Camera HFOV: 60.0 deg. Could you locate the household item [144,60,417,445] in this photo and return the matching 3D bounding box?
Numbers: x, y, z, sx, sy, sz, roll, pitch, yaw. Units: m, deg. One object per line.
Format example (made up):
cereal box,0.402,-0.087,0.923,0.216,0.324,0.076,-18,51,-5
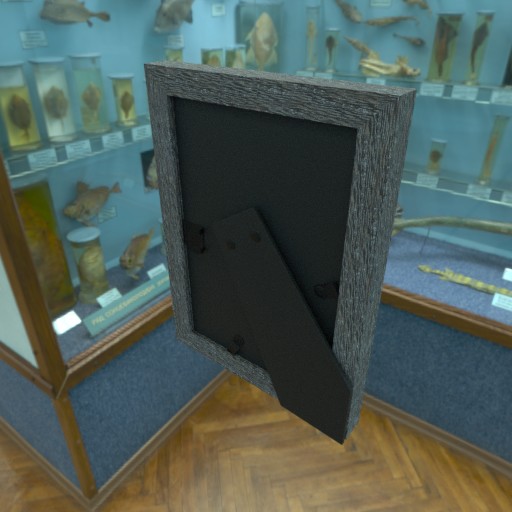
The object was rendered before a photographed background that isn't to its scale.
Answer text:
household item,0.000,0.000,0.235,0.133,0.180,0.020,22,37,32
